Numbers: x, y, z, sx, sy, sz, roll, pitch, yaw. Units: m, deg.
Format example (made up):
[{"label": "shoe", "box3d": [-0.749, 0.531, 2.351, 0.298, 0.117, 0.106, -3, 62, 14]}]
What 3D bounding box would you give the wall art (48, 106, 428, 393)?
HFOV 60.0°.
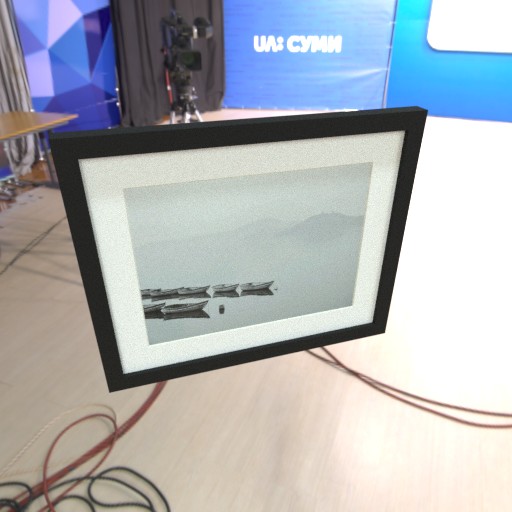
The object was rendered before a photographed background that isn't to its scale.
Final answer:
[{"label": "wall art", "box3d": [0.000, 0.000, 0.754, 0.554, 0.454, 0.030, -9, 32, -14]}]
